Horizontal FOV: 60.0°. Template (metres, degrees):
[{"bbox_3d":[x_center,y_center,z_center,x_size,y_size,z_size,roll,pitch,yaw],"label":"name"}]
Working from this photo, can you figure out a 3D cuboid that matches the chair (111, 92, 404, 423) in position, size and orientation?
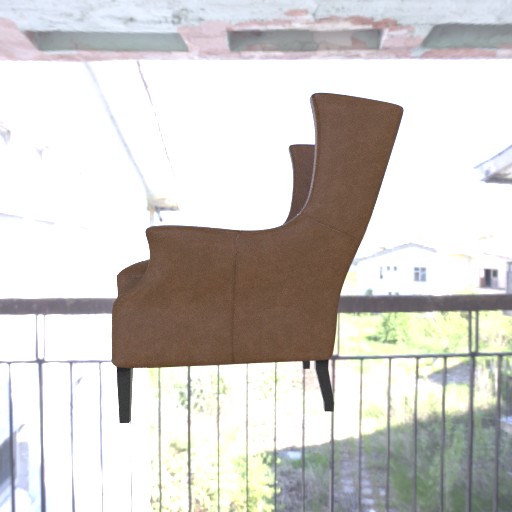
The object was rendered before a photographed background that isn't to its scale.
[{"bbox_3d":[0.000,0.000,1.719,0.925,1.016,0.852,0,1,-2],"label":"chair"}]
